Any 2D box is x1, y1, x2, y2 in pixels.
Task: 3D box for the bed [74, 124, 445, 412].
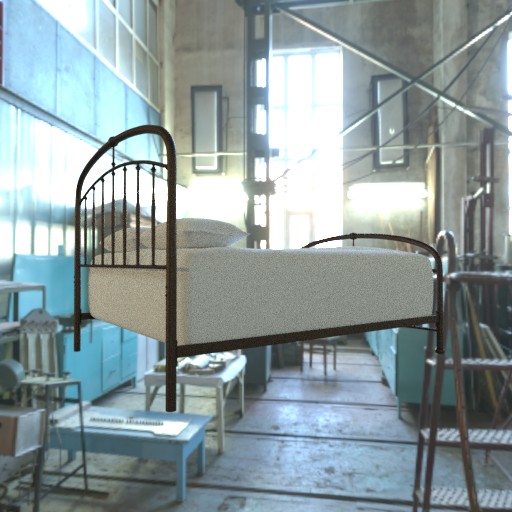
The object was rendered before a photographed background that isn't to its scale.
[{"bbox_3d":[0.000,0.000,3.285,2.180,1.425,1.711,1,-1,-36],"label":"bed"}]
